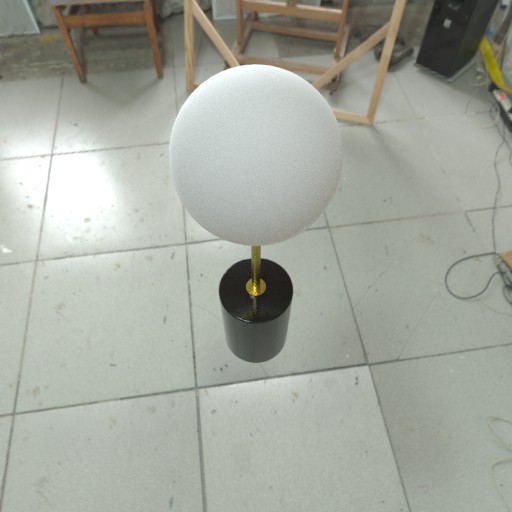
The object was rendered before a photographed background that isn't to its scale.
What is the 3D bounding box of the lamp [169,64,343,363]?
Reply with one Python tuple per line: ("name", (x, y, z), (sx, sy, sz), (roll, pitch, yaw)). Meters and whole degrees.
("lamp", (0.000, 0.000, 0.534), (0.153, 0.480, 0.153), (0, 58, 0))
